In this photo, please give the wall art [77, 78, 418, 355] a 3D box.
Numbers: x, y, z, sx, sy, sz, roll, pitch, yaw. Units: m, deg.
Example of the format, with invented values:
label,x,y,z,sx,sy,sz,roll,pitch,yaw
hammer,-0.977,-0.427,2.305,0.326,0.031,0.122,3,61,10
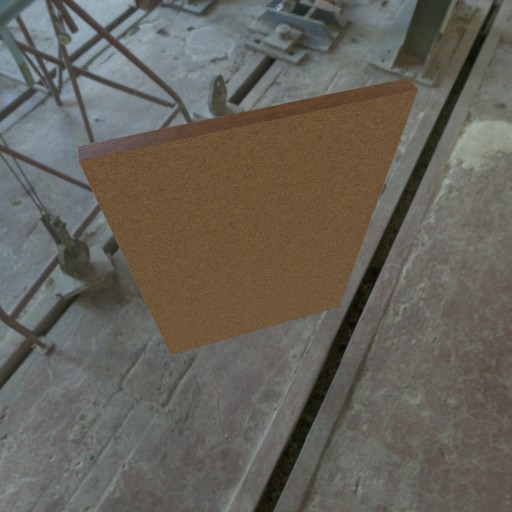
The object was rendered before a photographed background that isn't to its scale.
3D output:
label,x,y,z,sx,sy,sz,roll,pitch,yaw
wall art,0.000,0.000,1.158,0.610,0.914,0.037,-15,59,-9
